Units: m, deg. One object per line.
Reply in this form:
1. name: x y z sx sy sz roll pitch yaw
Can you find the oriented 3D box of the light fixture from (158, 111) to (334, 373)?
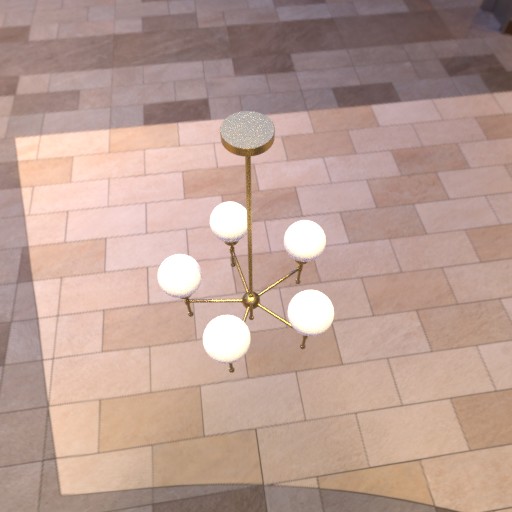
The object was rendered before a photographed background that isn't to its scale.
1. light fixture: 0.000 0.000 1.855 0.785 1.331 0.815 31 63 18
